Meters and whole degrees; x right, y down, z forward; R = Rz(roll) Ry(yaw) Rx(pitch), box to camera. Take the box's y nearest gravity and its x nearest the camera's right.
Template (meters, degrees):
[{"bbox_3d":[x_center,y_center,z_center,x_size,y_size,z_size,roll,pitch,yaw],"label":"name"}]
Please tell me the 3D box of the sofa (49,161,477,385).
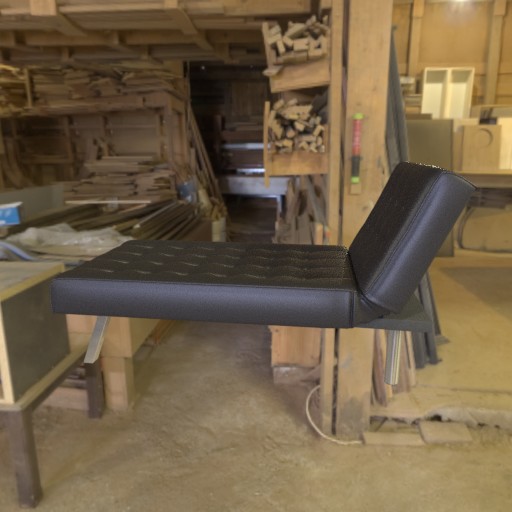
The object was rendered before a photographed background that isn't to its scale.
[{"bbox_3d":[0.000,0.000,1.983,1.560,0.820,0.760,2,14,8],"label":"sofa"}]
